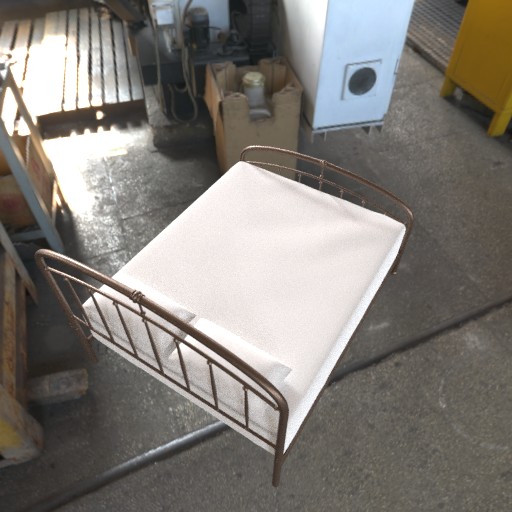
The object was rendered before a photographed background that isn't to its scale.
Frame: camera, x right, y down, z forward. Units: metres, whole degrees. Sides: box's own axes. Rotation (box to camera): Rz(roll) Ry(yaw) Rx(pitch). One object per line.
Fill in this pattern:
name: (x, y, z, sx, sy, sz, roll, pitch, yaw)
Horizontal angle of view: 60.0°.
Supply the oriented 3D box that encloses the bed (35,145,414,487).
bed: (0.000, 0.000, 3.226, 1.711, 1.475, 2.168, 25, 53, 21)
